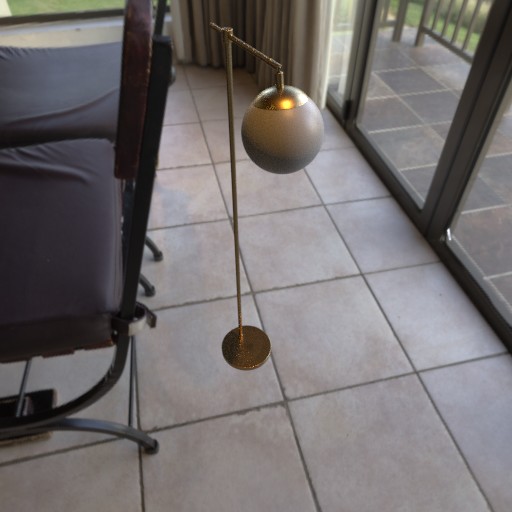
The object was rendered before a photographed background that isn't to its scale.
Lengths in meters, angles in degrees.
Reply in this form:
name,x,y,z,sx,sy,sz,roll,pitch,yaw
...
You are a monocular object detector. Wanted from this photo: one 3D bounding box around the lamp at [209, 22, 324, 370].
name,x,y,z,sx,sy,sz,roll,pitch,yaw
lamp,0.000,0.000,1.649,0.249,1.505,0.476,-24,51,-22
